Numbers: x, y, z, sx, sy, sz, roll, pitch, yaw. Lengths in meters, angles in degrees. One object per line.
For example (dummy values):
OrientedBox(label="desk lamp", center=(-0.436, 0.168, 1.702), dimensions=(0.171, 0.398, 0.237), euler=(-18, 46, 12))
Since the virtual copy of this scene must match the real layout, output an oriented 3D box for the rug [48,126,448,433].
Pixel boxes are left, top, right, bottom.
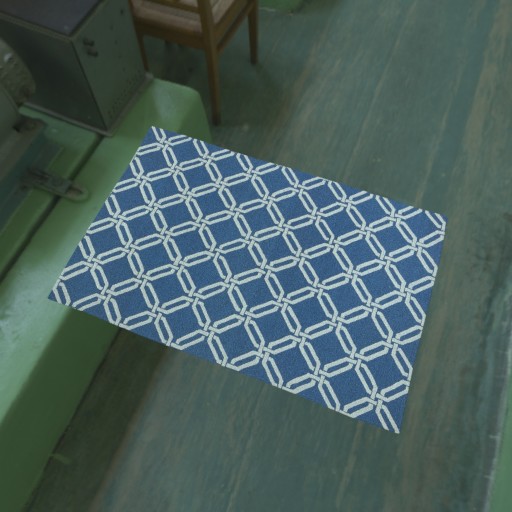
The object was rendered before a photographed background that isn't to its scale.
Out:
OrientedBox(label="rug", center=(0.000, 0.000, 2.249), dimensions=(1.755, 0.010, 1.153), euler=(19, 67, 9))
